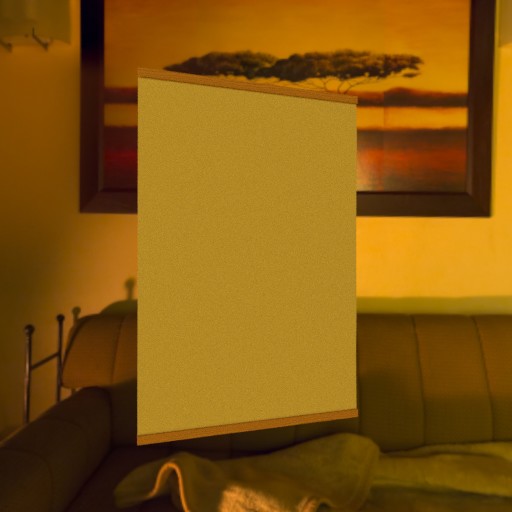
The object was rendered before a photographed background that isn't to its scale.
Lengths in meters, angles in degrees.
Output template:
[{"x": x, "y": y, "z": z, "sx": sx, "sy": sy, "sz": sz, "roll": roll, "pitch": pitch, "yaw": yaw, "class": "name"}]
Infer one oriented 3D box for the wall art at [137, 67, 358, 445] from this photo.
[{"x": 0.000, "y": 0.000, "z": 1.956, "sx": 1.011, "sy": 1.521, "sz": 0.025, "roll": 0, "pitch": 0, "yaw": -19, "class": "wall art"}]
